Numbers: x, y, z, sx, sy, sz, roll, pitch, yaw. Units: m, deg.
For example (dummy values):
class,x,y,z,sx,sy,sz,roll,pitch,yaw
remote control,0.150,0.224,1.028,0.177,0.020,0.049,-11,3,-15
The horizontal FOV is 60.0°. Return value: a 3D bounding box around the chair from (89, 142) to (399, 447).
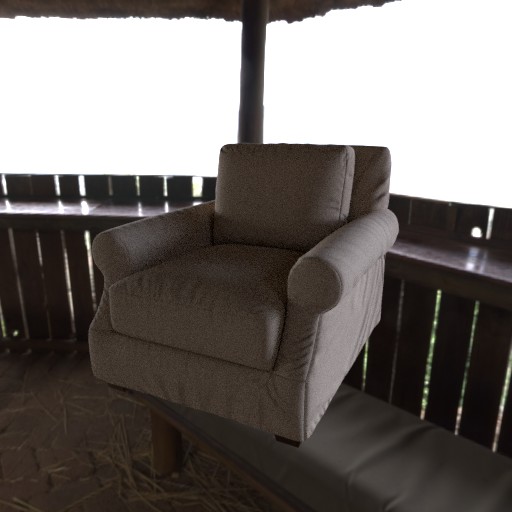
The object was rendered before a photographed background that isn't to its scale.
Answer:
class,x,y,z,sx,sy,sz,roll,pitch,yaw
chair,0.000,0.000,1.754,0.940,0.866,1.066,7,17,25
